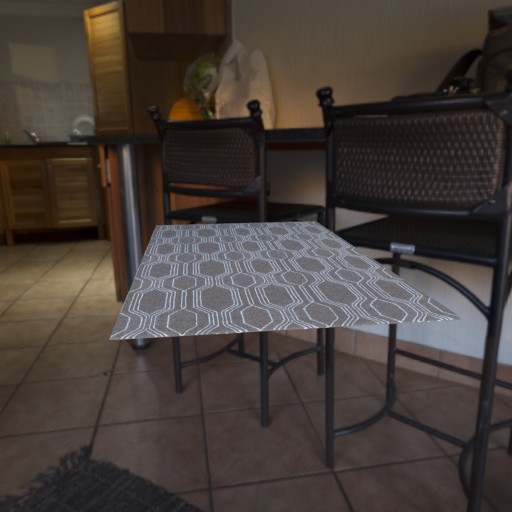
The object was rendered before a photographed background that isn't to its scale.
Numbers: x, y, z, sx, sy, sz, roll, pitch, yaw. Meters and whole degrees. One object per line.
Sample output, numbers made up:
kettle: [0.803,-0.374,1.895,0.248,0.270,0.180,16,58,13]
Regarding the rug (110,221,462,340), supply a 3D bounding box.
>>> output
rug: [0.000,0.000,3.071,1.541,0.012,2.457,-2,15,-8]
